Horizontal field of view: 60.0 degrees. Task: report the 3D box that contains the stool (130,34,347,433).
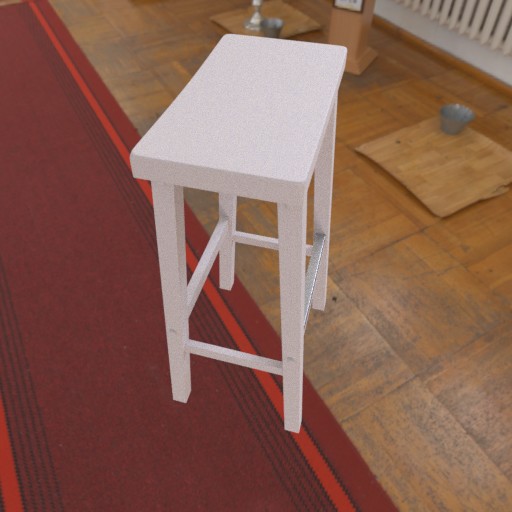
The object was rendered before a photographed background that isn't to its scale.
[{"bbox_3d":[0.000,0.000,0.950,0.322,0.742,0.406,11,48,10],"label":"stool"}]
